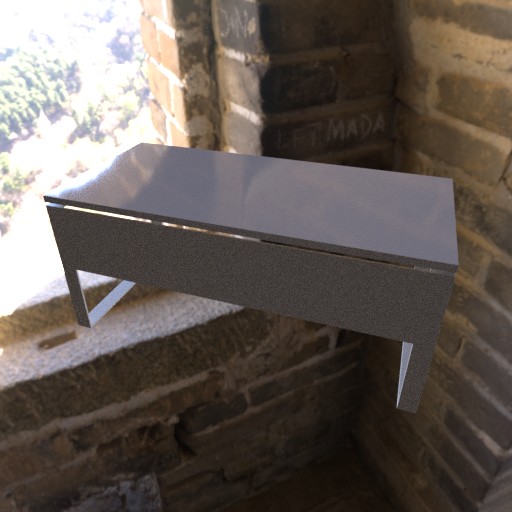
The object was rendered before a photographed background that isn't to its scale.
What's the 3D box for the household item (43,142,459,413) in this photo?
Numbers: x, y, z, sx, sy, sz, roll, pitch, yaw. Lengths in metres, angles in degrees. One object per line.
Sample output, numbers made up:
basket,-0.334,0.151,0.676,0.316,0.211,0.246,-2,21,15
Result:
household item,0.000,0.000,2.222,1.700,0.745,0.800,10,33,16
